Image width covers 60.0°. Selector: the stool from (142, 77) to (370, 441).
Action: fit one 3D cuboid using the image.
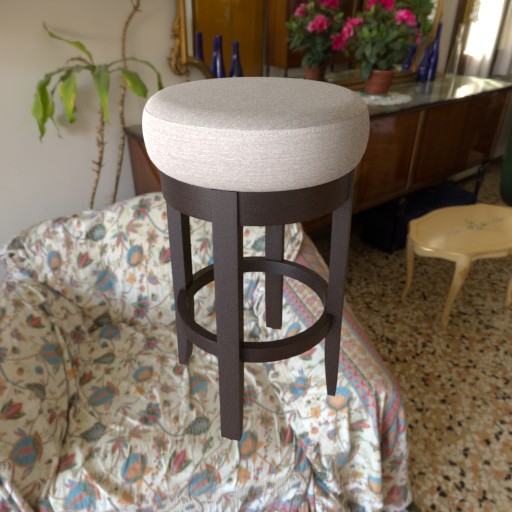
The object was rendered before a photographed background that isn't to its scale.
[{"bbox_3d":[0.000,0.000,1.039,0.443,0.757,0.443,0,30,0],"label":"stool"}]
